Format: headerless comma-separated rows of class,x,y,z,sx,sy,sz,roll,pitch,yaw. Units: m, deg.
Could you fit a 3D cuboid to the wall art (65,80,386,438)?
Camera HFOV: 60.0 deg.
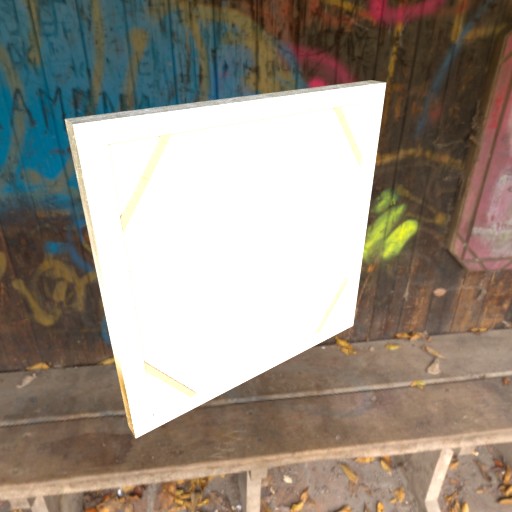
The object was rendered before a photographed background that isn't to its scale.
wall art,0.000,0.000,0.891,0.610,0.610,0.038,-19,35,-30
